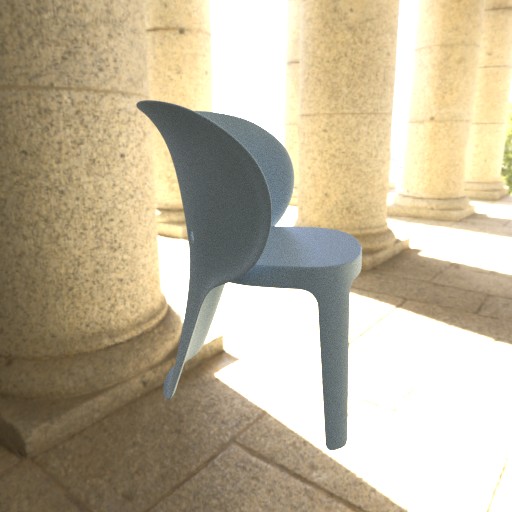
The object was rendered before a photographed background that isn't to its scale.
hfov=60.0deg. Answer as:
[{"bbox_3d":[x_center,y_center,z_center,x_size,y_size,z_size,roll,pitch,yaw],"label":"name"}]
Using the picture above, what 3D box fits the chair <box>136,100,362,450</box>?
[{"bbox_3d":[0.000,0.000,0.863,0.402,0.554,0.451,2,16,9],"label":"chair"}]
